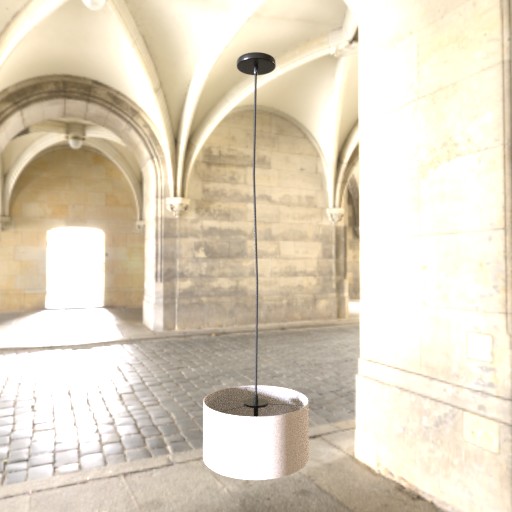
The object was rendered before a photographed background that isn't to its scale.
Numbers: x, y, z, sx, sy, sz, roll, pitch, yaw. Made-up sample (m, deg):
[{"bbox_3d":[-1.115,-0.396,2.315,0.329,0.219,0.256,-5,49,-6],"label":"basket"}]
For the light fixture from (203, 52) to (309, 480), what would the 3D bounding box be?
[{"bbox_3d":[0.000,0.000,1.707,0.399,1.516,0.399,0,-1,0],"label":"light fixture"}]
